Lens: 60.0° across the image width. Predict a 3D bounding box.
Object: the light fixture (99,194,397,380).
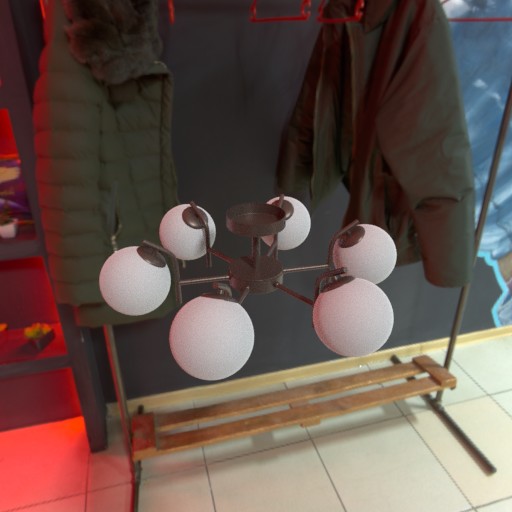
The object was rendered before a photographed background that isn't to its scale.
[{"bbox_3d":[0.000,0.000,0.969,0.662,0.201,0.662,0,27,0],"label":"light fixture"}]
